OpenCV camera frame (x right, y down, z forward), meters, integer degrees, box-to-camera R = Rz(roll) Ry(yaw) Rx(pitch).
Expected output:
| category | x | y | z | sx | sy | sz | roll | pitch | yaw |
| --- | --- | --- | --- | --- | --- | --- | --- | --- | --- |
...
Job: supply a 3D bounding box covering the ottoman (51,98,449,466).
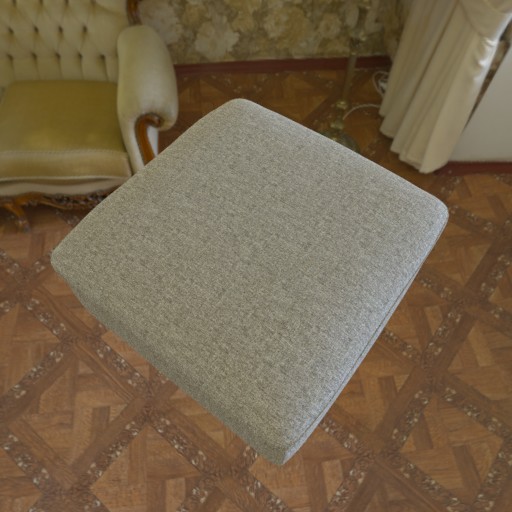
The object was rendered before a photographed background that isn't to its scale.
| category | x | y | z | sx | sy | sz | roll | pitch | yaw |
| --- | --- | --- | --- | --- | --- | --- | --- | --- | --- |
| ottoman | 0.000 | 0.000 | 1.651 | 1.035 | 0.526 | 1.039 | 33 | 64 | 18 |
